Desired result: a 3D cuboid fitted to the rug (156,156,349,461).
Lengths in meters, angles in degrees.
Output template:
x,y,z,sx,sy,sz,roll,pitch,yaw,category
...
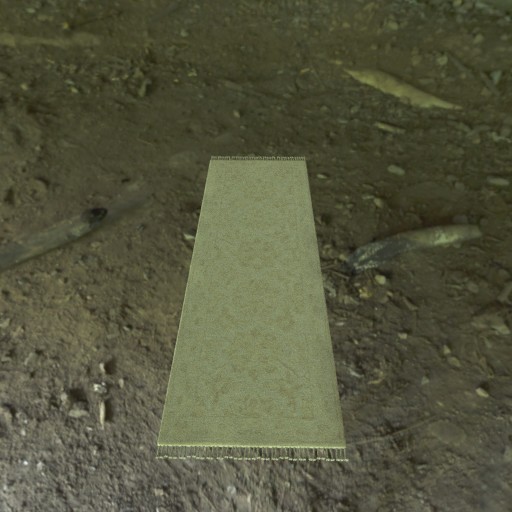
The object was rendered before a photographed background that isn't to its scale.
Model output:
x,y,z,sx,sy,sz,roll,pitch,yaw,category
0.000,0.000,2.777,0.795,0.015,2.544,1,41,1,rug
